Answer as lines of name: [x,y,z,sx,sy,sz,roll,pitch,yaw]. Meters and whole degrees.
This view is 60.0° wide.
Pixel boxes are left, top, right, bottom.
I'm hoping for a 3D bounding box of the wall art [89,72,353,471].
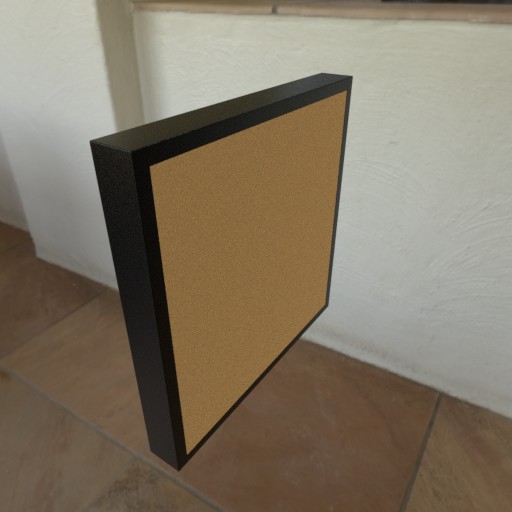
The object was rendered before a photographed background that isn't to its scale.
wall art: [0.000,0.000,0.440,0.037,0.299,0.299,20,37,29]
